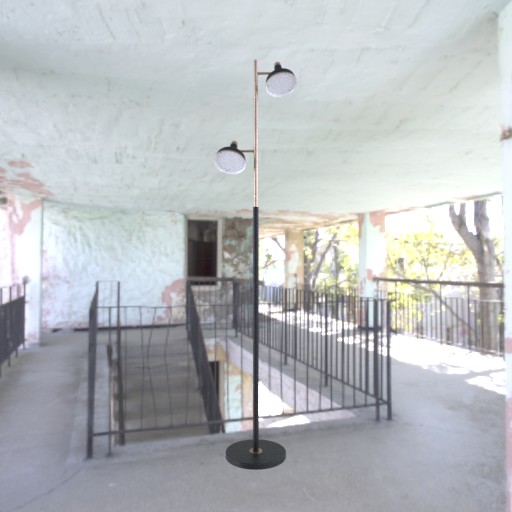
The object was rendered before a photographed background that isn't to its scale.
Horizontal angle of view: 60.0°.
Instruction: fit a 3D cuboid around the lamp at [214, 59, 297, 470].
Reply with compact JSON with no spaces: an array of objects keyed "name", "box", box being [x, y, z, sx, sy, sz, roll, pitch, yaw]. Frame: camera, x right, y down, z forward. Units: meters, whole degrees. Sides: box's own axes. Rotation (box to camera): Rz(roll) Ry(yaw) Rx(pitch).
[{"name":"lamp","box":[0.000,0.000,1.874,0.351,1.674,0.253,0,-2,2]}]
